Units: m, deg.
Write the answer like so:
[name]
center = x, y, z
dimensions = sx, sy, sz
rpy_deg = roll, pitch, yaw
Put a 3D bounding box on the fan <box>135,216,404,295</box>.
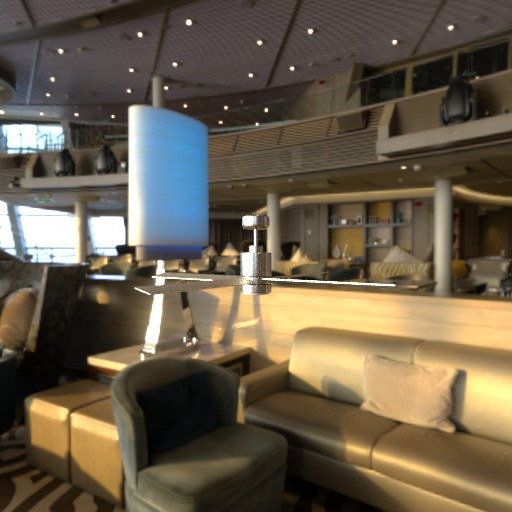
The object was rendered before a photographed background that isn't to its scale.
[fan]
center = 0.000, 0.000, 2.023
dimensions = 1.322, 0.355, 1.322
rpy_deg = 1, 1, 36
